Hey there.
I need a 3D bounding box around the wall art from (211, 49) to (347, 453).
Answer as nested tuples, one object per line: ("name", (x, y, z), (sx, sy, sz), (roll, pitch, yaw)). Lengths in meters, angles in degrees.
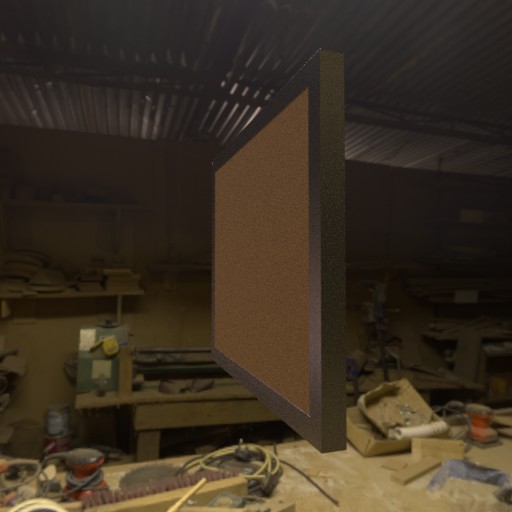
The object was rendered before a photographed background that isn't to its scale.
("wall art", (0.000, 0.000, 0.767), (0.032, 0.456, 0.557), (1, -2, -18))
